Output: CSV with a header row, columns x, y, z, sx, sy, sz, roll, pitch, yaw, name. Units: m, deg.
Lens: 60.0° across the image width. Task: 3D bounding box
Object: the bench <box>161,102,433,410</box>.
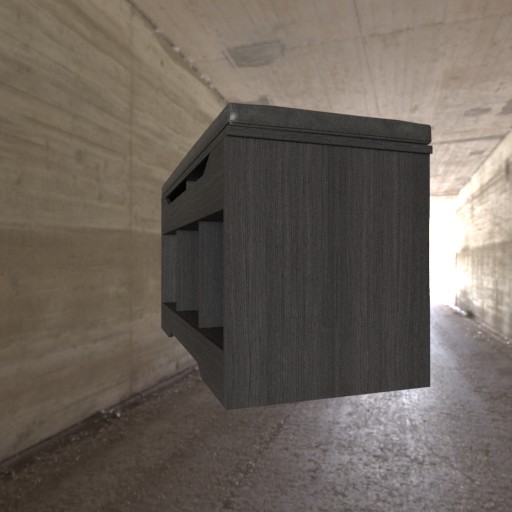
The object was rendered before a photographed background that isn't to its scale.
x,y,z,sx,sy,sz,roll,pitch,yaw,name
0.000,0.000,1.197,0.401,0.501,0.905,0,0,-19,bench
